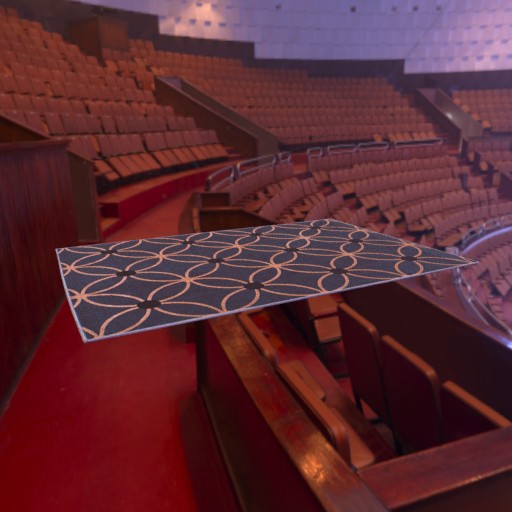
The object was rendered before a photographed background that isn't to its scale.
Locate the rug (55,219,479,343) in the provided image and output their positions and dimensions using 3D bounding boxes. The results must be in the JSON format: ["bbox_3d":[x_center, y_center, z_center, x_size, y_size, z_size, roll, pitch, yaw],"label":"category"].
[{"bbox_3d":[0.000,0.000,2.833,2.284,0.008,1.522,-8,18,-26],"label":"rug"}]
